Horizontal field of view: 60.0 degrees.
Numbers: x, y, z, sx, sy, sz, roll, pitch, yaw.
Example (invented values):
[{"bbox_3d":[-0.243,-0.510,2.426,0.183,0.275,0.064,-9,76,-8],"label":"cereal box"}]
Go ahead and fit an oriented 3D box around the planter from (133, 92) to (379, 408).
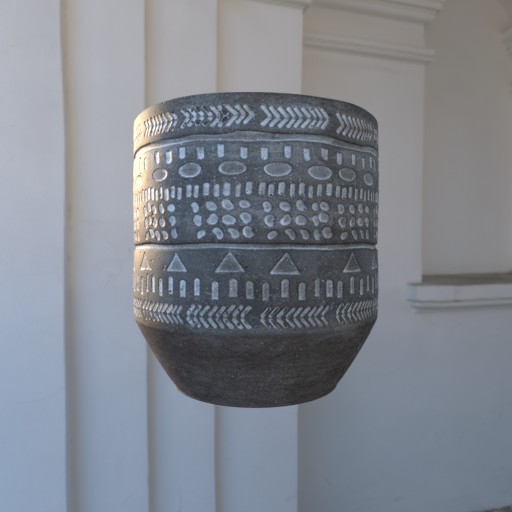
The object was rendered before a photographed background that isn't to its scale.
[{"bbox_3d":[0.000,0.000,0.228,0.122,0.128,0.122,0,1,0],"label":"planter"}]
